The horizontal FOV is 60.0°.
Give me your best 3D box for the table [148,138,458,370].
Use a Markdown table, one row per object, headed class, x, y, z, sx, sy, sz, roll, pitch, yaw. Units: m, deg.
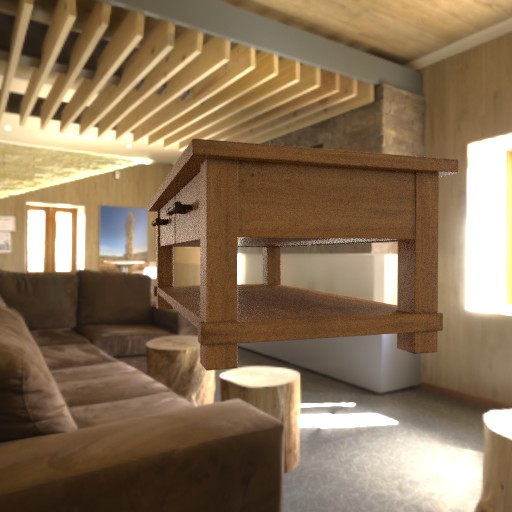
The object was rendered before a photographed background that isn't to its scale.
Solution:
| class | x | y | z | sx | sy | sz | roll | pitch | yaw |
| --- | --- | --- | --- | --- | --- | --- | --- | --- | --- |
| table | 0.000 | 0.000 | 1.627 | 0.693 | 0.494 | 1.270 | 0 | 0 | -18 |
